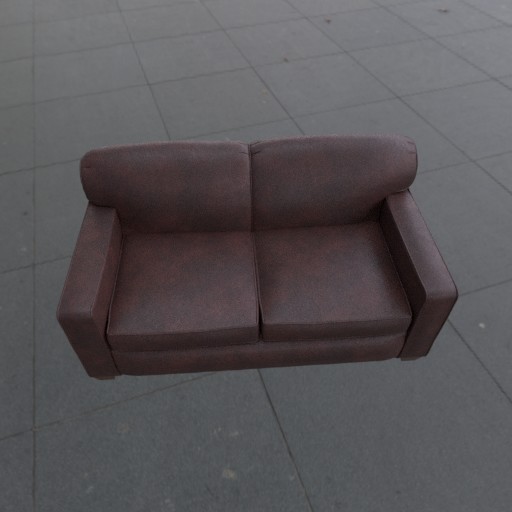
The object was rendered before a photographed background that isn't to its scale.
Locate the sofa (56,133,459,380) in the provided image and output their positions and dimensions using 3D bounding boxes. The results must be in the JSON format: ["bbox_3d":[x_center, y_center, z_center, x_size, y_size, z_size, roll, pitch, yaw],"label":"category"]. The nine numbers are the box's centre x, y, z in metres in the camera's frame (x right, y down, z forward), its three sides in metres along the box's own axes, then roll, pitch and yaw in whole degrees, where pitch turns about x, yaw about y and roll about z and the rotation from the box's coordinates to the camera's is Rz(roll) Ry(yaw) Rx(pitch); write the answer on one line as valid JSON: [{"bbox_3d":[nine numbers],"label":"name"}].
[{"bbox_3d":[0.000,0.000,2.422,1.856,0.966,1.000,-3,47,-3],"label":"sofa"}]
